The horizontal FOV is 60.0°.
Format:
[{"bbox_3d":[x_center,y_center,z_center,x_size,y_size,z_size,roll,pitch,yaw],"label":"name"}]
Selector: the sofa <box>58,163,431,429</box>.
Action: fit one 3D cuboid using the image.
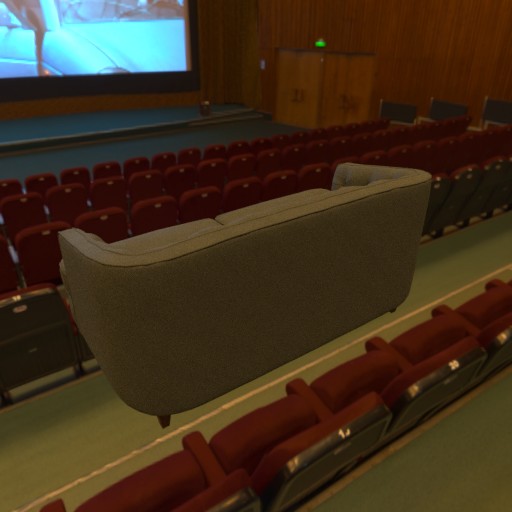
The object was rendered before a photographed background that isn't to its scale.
[{"bbox_3d":[0.000,0.000,2.260,1.733,0.855,0.941,-19,34,-30],"label":"sofa"}]
